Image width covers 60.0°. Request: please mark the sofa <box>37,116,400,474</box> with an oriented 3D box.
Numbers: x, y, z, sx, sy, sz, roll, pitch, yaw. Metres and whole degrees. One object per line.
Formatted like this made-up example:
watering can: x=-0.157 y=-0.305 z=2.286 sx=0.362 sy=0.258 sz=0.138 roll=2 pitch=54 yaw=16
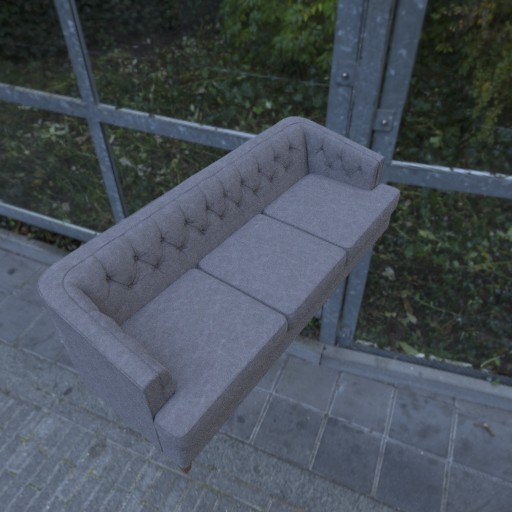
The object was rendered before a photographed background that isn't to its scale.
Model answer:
sofa: x=0.000 y=0.000 z=2.652 sx=0.917 sy=0.806 sz=2.247 roll=26 pitch=48 yaw=26
